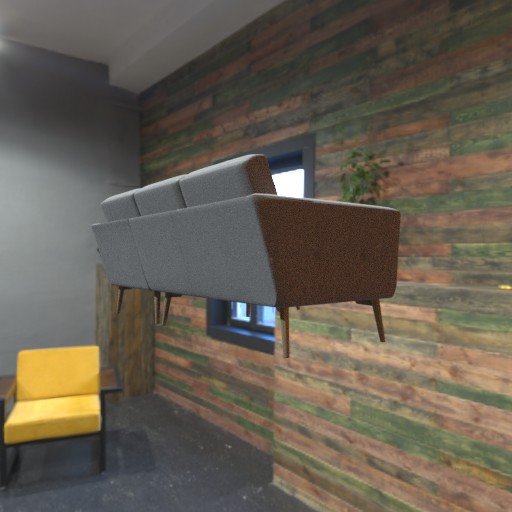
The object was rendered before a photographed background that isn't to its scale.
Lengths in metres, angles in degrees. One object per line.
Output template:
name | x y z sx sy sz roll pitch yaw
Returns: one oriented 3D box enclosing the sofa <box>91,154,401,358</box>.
sofa | 0.000 0.000 2.917 1.530 0.860 2.040 0 0 -38
